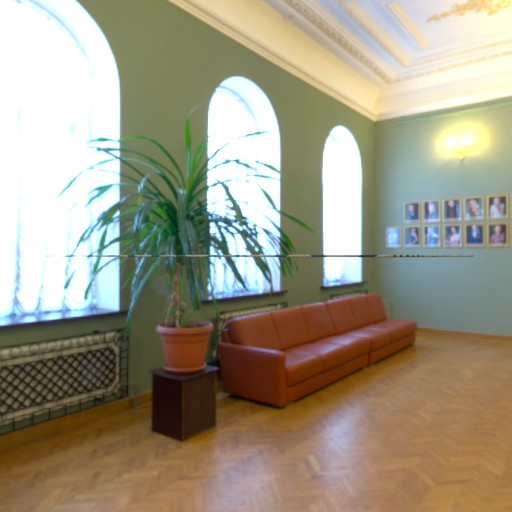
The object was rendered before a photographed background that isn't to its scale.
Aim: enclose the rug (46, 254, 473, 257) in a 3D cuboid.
[{"bbox_3d":[0.000,0.000,2.279,1.830,0.008,1.225,0,0,36],"label":"rug"}]
